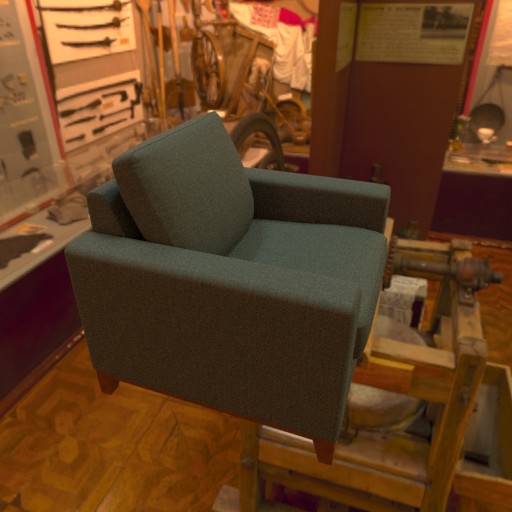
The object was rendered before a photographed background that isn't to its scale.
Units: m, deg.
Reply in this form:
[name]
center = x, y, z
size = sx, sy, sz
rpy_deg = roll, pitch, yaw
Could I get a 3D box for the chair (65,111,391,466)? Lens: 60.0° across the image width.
[chair]
center = 0.000, 0.000, 1.868
size = 1.038, 1.010, 1.024
rpy_deg = 11, 32, 18
